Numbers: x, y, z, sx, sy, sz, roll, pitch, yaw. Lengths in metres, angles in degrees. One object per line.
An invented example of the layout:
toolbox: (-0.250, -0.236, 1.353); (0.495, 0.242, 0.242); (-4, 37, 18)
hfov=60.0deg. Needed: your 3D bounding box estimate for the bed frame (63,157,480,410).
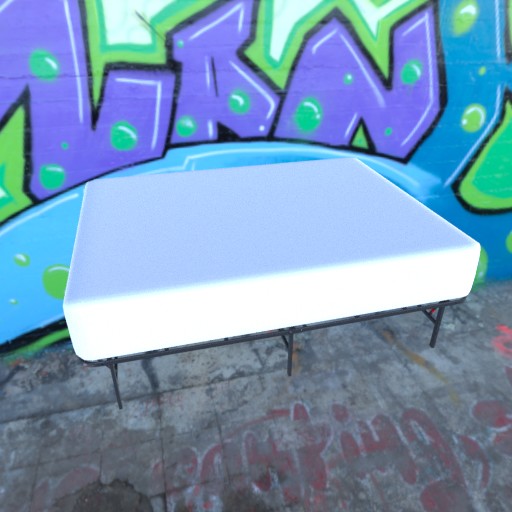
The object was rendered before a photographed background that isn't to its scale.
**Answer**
bed frame: (0.000, 0.000, 2.815); (2.037, 0.677, 1.528); (-8, 31, -13)
